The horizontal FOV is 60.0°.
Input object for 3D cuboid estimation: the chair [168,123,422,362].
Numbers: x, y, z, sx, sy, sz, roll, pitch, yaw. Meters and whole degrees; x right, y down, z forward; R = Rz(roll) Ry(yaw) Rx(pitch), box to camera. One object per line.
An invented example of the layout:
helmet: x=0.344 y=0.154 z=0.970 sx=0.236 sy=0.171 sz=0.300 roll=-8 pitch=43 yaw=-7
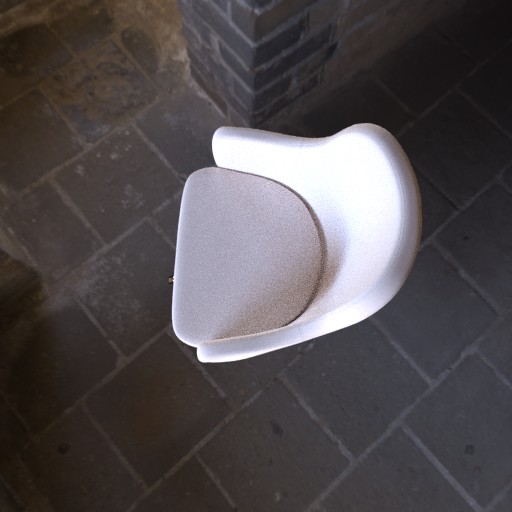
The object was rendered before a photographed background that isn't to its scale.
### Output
chair: x=0.000 y=0.000 z=1.252 sx=0.647 sy=0.819 sz=0.602 roll=2 pitch=75 yaw=1
